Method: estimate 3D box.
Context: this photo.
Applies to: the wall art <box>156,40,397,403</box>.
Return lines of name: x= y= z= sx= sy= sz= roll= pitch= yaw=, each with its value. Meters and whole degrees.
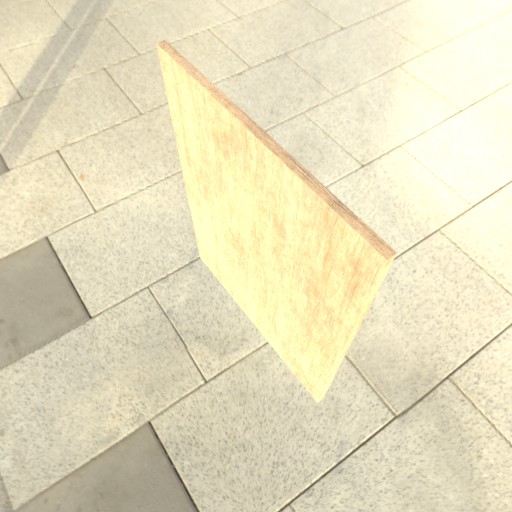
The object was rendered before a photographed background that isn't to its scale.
wall art: x=0.000 y=0.000 z=0.926 sx=0.018 sy=0.686 sz=0.534 roll=-33 pitch=64 yaw=-18
